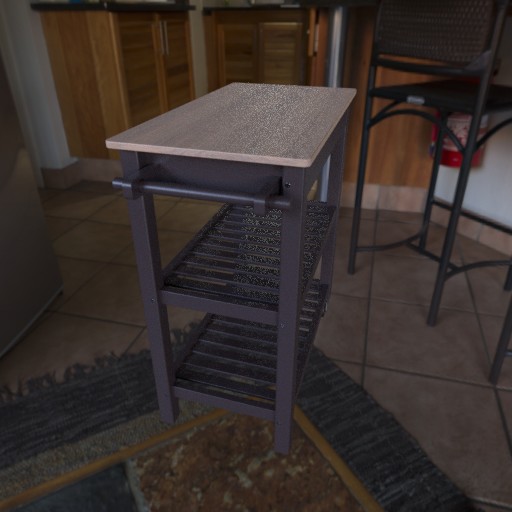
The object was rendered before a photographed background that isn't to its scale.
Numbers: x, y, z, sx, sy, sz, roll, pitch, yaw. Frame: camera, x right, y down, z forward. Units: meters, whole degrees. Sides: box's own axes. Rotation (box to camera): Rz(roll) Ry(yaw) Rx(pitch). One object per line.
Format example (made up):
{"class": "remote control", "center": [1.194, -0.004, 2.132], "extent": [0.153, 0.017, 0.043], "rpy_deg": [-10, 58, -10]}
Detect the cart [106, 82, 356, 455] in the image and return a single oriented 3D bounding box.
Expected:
{"class": "cart", "center": [0.000, 0.000, 1.459], "extent": [0.457, 0.927, 0.899], "rpy_deg": [9, 31, 15]}
